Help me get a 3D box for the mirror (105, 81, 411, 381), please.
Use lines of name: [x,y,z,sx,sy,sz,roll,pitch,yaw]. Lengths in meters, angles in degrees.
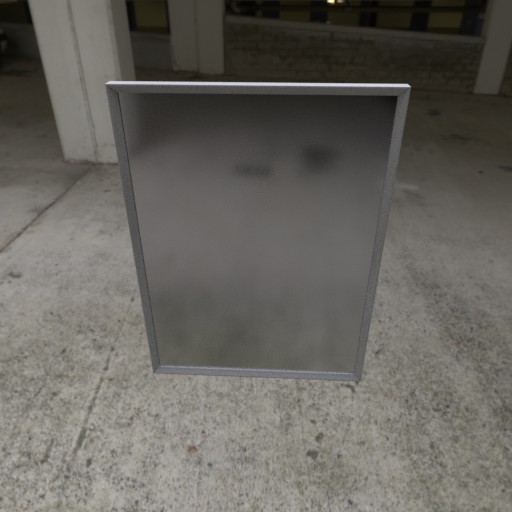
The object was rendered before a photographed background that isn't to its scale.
mirror: [0.000,0.000,1.381,0.762,1.016,0.041,2,31,3]
